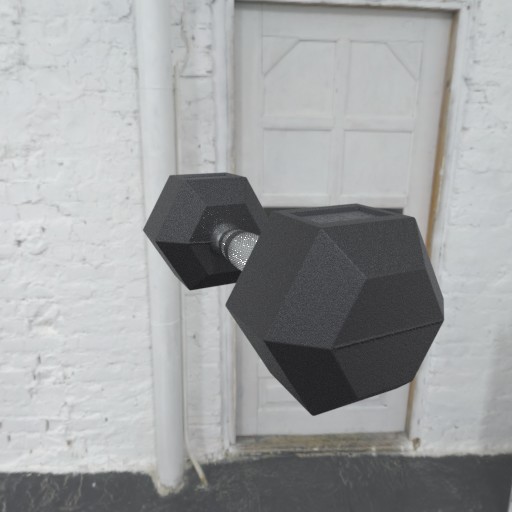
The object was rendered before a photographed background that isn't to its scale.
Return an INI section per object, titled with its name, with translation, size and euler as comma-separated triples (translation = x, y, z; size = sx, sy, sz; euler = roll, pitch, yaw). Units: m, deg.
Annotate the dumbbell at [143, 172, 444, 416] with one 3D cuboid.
[dumbbell]
translation = 0.000, 0.000, 0.411
size = 0.141, 0.123, 0.356
euler = -8, 18, -25
